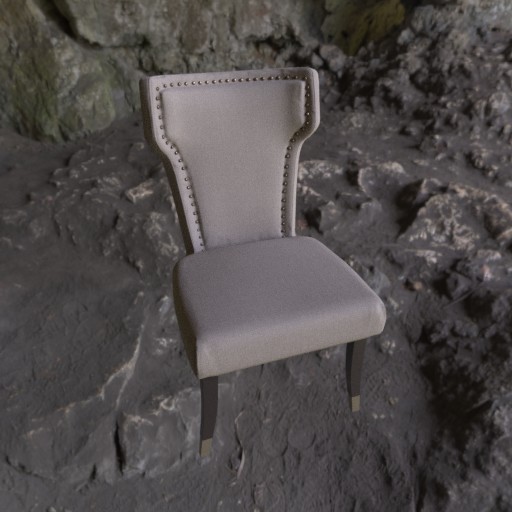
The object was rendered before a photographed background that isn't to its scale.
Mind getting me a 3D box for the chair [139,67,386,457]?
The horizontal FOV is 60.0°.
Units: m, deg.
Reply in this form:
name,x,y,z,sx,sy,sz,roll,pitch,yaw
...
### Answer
name,x,y,z,sx,sy,sz,roll,pitch,yaw
chair,0.000,0.000,1.303,0.526,0.955,0.630,-10,34,-16
